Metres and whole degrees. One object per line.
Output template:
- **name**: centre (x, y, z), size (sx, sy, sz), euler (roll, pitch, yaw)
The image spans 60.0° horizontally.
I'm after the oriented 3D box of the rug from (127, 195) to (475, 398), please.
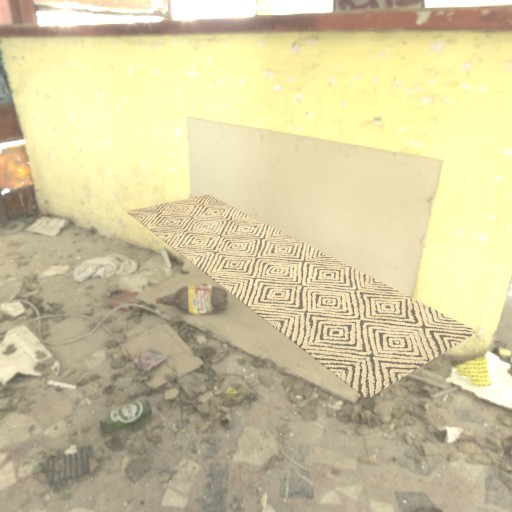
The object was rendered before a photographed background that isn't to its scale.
- **rug**: centre (0.000, 0.000, 2.531), size (0.676, 0.008, 2.277), euler (-17, 31, -31)
